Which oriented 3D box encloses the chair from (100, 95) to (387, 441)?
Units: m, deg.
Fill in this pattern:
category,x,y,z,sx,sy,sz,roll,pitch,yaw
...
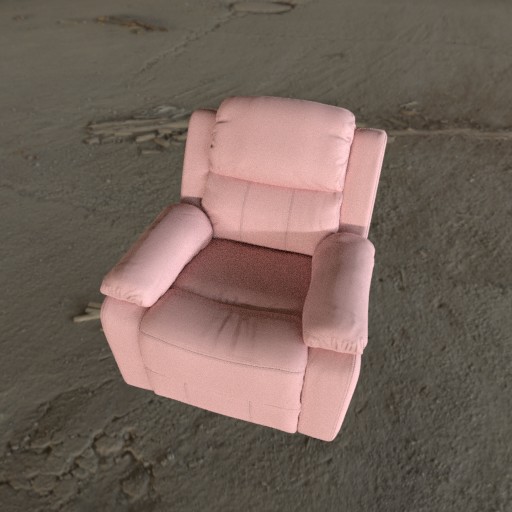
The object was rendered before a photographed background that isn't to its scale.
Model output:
category,x,y,z,sx,sy,sz,roll,pitch,yaw
chair,0.000,0.000,1.279,0.680,0.702,0.709,11,42,13
